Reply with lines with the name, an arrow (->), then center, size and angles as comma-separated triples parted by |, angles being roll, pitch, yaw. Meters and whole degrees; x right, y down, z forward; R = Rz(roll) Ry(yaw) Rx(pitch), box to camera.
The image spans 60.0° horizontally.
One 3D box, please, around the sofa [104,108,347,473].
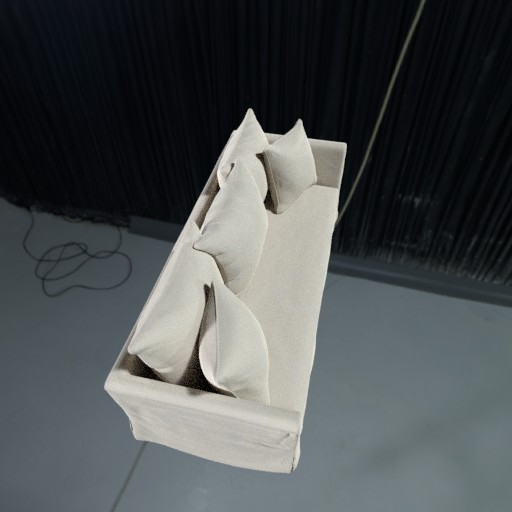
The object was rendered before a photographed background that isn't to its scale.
sofa -> 0.000, 0.000, 3.105 | 1.046, 1.047, 2.499 | 9, 47, 9
